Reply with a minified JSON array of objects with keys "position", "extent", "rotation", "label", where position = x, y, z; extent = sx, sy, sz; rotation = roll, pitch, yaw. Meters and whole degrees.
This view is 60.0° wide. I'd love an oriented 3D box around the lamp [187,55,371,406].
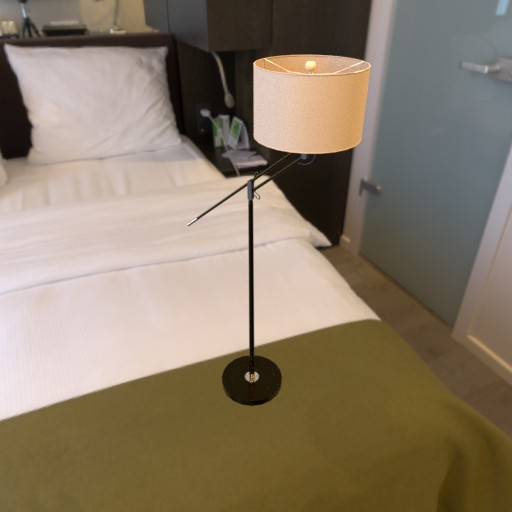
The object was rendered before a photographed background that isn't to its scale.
[{"position":[0.000,0.000,1.965],"extent":[0.809,1.635,0.373],"rotation":[21,38,29],"label":"lamp"}]
